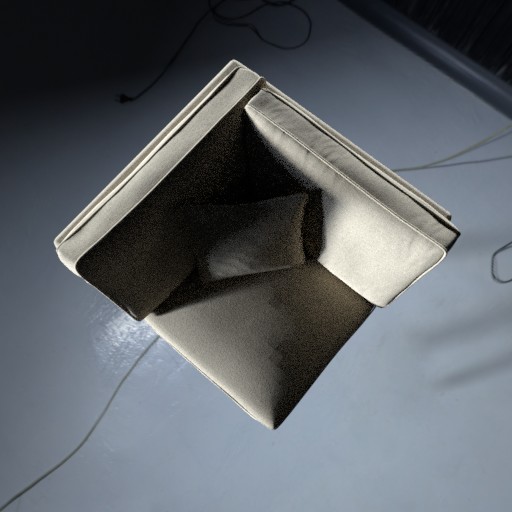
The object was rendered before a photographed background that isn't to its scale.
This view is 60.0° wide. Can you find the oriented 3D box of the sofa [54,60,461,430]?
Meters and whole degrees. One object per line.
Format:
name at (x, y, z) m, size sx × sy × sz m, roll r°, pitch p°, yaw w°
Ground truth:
sofa at (0.000, 0.000, 1.963) m, size 1.146 × 1.002 × 1.084 m, roll 39°, pitch 78°, yaw 10°
